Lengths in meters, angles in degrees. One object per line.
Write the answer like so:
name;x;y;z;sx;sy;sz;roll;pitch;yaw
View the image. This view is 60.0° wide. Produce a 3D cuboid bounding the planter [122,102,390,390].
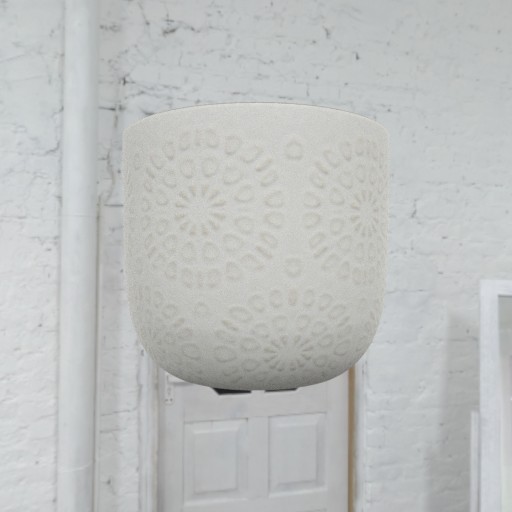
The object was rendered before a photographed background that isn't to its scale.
planter;0.000;0.000;0.216;0.124;0.109;0.124;0;1;0
